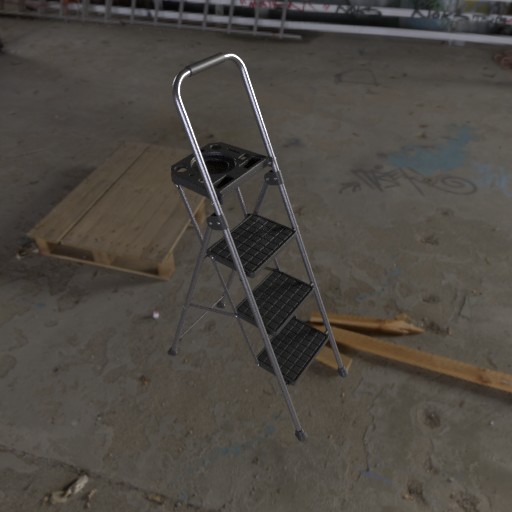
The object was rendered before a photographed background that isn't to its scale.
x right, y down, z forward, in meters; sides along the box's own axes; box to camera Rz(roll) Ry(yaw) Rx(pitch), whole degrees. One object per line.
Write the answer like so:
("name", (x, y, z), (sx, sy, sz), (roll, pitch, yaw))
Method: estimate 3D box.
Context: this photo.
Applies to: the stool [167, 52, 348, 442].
("stool", (0.000, 0.000, 1.574), (0.733, 1.277, 0.396), (25, 47, 26))
